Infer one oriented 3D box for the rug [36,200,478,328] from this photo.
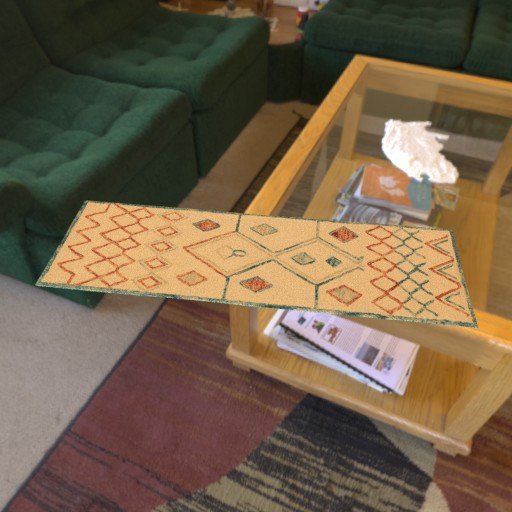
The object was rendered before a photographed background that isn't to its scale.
[{"bbox_3d":[0.000,0.000,2.671,2.435,0.011,0.750,5,47,5],"label":"rug"}]
